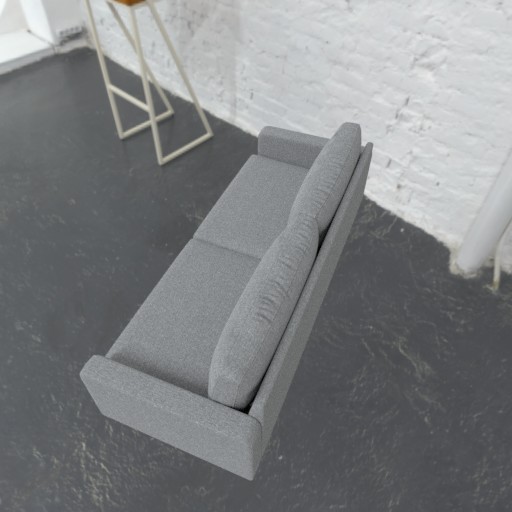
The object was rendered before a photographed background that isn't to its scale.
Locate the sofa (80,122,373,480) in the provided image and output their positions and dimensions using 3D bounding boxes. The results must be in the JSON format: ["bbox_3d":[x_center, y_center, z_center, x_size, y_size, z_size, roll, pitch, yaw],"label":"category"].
[{"bbox_3d":[0.000,0.000,2.657,0.880,0.880,2.200,17,49,15],"label":"sofa"}]
